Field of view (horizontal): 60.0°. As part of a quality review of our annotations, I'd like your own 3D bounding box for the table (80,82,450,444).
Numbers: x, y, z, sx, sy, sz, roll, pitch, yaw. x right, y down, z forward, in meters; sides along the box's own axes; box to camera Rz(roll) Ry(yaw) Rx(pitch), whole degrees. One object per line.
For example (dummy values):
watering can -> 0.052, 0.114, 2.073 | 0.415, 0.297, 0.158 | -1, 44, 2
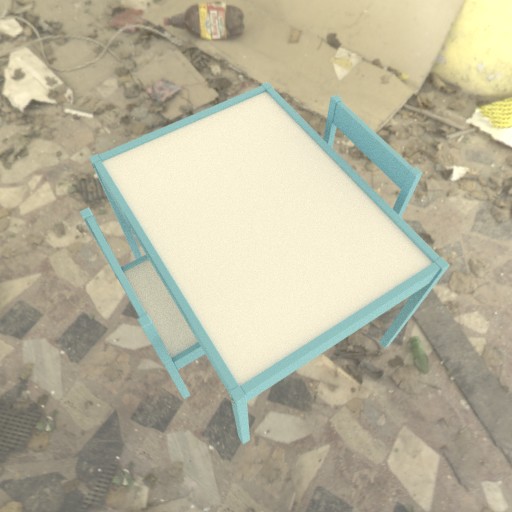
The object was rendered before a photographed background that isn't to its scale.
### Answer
table -> 0.000, 0.000, 1.099 | 0.633, 0.503, 0.639 | -29, 63, -16
